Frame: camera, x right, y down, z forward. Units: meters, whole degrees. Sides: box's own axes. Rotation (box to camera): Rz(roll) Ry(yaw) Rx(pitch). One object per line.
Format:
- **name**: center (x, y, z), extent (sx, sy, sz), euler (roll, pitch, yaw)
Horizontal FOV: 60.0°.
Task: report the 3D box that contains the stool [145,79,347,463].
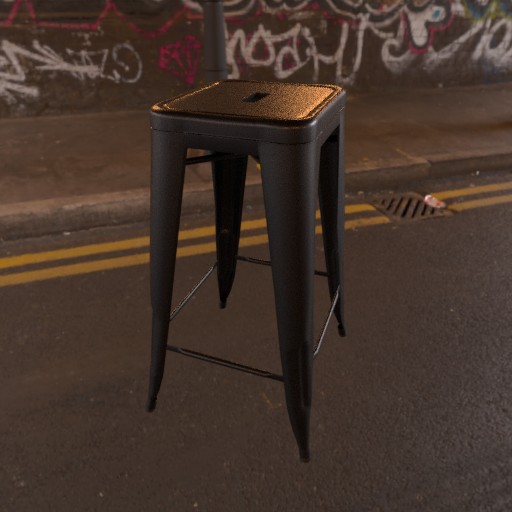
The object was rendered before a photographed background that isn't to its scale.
- **stool**: center (0.000, 0.000, 0.878), extent (0.359, 0.609, 0.399), euler (10, 32, 17)
